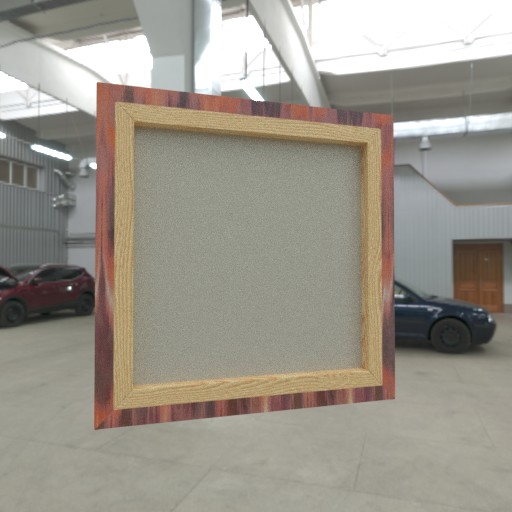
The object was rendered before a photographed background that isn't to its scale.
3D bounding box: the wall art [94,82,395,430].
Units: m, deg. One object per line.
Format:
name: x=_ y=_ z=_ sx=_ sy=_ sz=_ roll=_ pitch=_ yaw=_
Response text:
wall art: x=0.000 y=0.000 z=0.593 sx=0.403 sy=0.406 sz=0.038 roll=0 pitch=-1 yaw=-17
